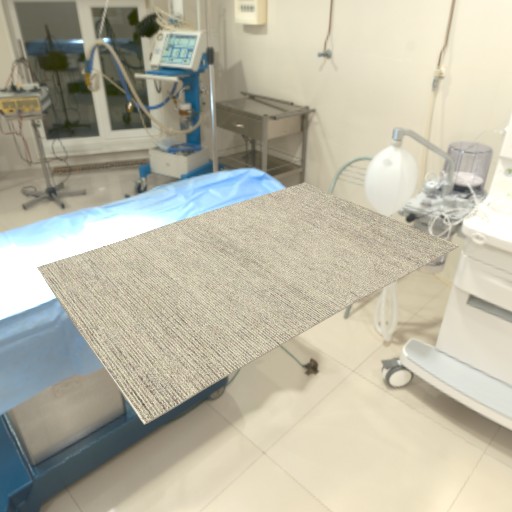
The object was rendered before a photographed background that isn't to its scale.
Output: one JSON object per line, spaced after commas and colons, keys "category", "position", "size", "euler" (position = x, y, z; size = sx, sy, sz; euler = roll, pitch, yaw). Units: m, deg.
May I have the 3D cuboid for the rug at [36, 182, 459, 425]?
{"category": "rug", "position": [0.000, 0.000, 2.232], "size": [1.804, 0.022, 1.162], "euler": [-22, 37, -32]}
